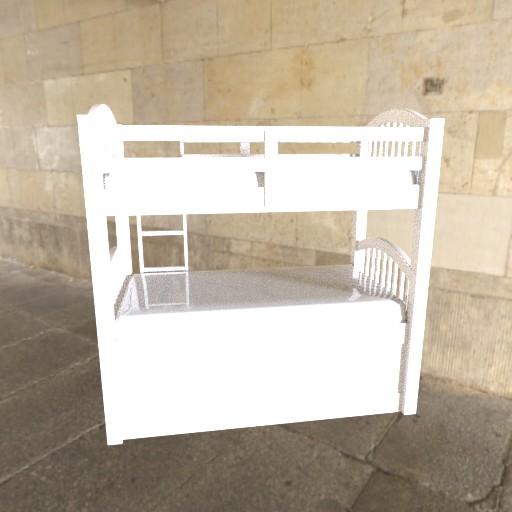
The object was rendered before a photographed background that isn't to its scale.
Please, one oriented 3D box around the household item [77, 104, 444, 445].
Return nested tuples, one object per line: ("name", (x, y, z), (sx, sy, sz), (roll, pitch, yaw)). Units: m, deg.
("household item", (0.000, 0.000, 3.180), (2.032, 2.032, 1.143), (-2, 14, -9))
